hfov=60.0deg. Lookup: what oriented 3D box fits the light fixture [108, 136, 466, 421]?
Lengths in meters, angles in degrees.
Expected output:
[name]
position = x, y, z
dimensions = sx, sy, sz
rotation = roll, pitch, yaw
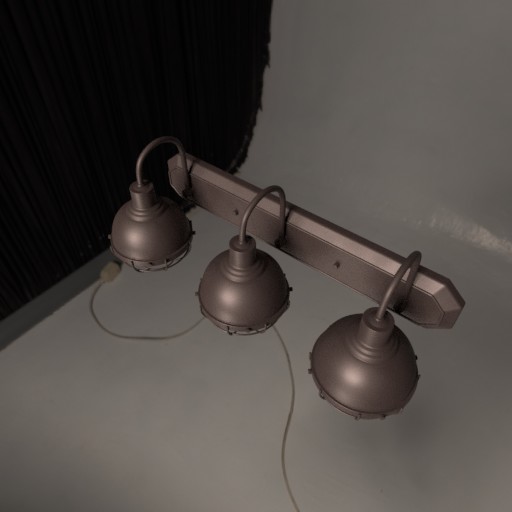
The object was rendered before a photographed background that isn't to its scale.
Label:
[light fixture]
position = 0.000, 0.000, 0.755
dimensions = 0.634, 0.254, 0.229
rotation = 30, 53, 26
